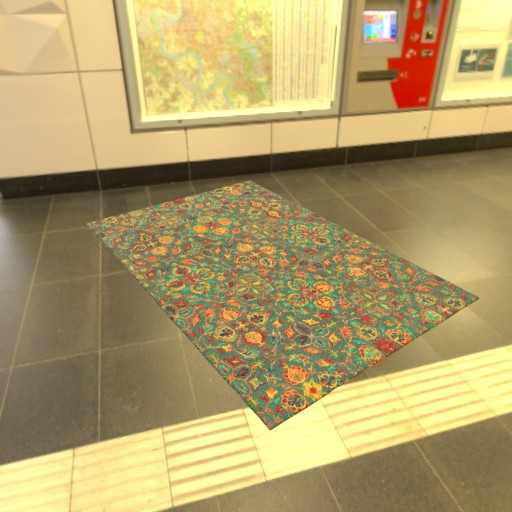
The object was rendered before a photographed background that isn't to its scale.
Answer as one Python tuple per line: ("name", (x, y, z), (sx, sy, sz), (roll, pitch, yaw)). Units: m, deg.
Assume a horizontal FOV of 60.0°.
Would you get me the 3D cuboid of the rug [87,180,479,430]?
("rug", (0.000, 0.000, 2.961), (1.527, 0.016, 2.290), (-20, 36, -30))
